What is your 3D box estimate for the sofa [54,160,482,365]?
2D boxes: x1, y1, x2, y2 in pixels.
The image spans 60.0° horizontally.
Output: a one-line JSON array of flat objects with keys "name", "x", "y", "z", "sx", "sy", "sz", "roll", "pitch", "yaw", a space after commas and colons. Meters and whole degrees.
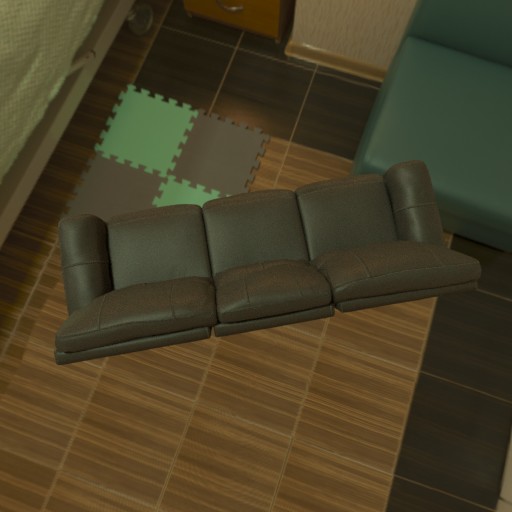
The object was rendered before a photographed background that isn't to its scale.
[{"name": "sofa", "x": 0.000, "y": 0.000, "z": 3.112, "sx": 2.627, "sy": 1.134, "sz": 1.104, "roll": -10, "pitch": 75, "yaw": -3}]
